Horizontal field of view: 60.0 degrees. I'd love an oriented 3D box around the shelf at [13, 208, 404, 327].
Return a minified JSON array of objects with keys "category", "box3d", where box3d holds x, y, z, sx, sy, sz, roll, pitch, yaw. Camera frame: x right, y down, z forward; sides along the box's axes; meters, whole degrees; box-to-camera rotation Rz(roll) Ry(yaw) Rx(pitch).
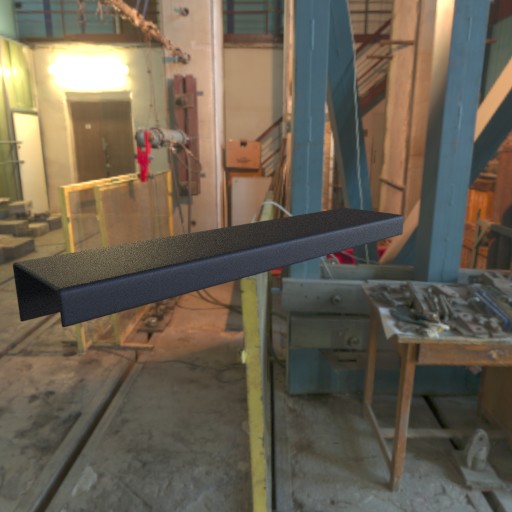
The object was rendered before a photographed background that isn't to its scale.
[{"category":"shelf","box3d":[0.000,0.000,0.486,0.456,0.053,0.102,-13,19,-42]}]
